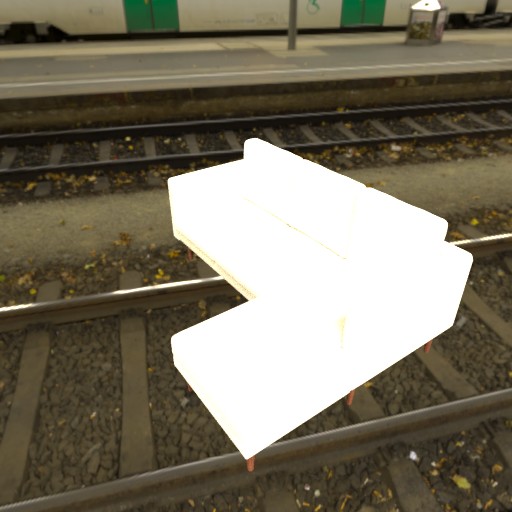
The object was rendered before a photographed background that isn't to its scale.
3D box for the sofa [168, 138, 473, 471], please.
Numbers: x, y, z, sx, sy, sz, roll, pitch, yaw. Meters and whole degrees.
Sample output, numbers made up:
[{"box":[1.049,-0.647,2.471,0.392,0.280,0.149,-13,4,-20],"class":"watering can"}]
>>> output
[{"box":[0.000,0.000,2.899,1.580,0.899,2.029,-21,38,-29],"class":"sofa"}]
